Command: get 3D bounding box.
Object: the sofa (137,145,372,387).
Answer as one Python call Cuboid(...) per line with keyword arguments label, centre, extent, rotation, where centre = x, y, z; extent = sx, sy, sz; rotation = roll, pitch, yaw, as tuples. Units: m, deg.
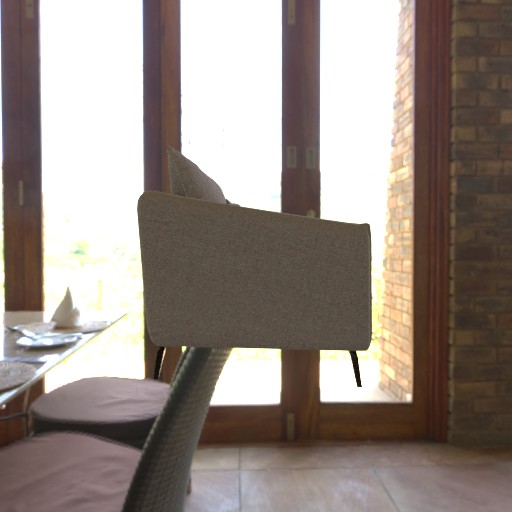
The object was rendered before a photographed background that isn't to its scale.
Cuboid(label="sofa", centre=(0.000, 0.000, 2.446), extent=(0.809, 0.833, 2.022), rotation=(0, 1, 1))
